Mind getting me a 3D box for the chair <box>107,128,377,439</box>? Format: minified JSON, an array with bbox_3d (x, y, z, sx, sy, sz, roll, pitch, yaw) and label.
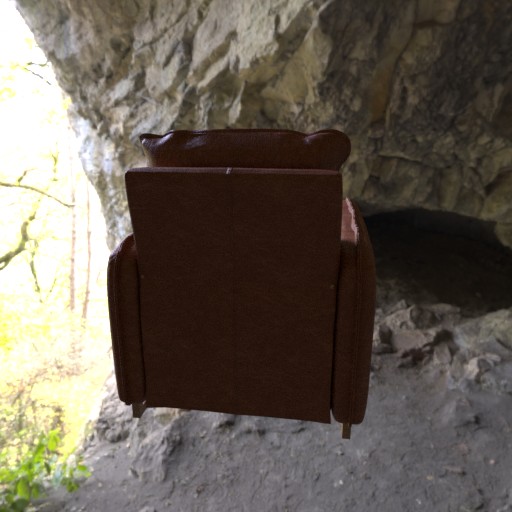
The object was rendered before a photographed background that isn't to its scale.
[{"bbox_3d":[0.000,0.000,1.657,0.830,0.922,0.922,2,17,8],"label":"chair"}]
